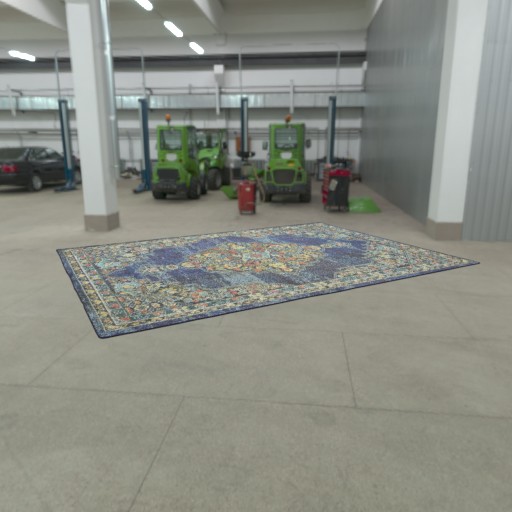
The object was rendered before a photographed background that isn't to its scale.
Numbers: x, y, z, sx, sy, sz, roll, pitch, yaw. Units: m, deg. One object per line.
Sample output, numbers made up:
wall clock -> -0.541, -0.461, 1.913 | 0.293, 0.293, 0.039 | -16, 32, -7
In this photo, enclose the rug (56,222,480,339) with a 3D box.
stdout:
rug -> 0.000, 0.000, 2.855 | 2.232, 0.009, 1.630 | -8, 16, -28
